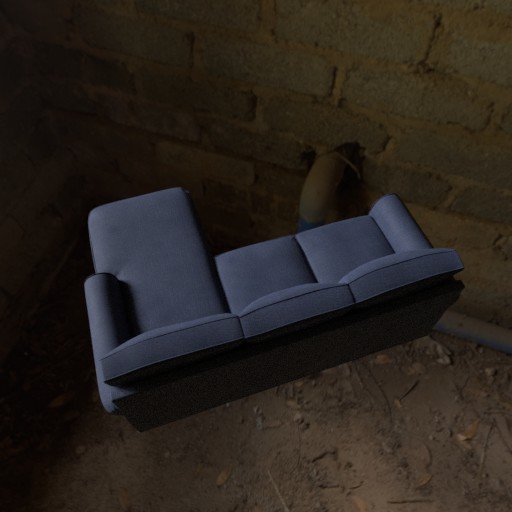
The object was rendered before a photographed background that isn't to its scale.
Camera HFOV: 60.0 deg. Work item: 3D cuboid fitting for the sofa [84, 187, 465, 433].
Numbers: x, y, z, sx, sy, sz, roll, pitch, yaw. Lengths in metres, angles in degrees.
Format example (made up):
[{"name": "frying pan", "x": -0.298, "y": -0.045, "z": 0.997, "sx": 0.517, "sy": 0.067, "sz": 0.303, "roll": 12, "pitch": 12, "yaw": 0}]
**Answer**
[{"name": "sofa", "x": 0.000, "y": 0.000, "z": 3.464, "sx": 2.567, "sy": 1.063, "sz": 1.780, "roll": -16, "pitch": 58, "yaw": -10}]
